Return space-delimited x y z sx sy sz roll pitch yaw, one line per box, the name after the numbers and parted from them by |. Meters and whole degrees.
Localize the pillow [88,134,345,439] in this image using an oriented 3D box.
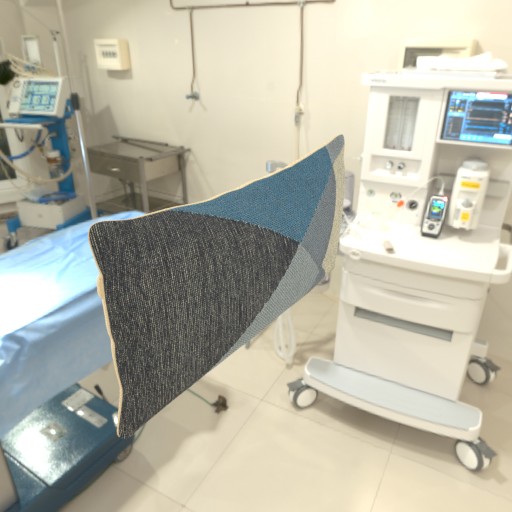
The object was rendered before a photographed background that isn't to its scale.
0.000 0.000 0.733 0.148 0.307 0.604 18 31 32 | pillow
